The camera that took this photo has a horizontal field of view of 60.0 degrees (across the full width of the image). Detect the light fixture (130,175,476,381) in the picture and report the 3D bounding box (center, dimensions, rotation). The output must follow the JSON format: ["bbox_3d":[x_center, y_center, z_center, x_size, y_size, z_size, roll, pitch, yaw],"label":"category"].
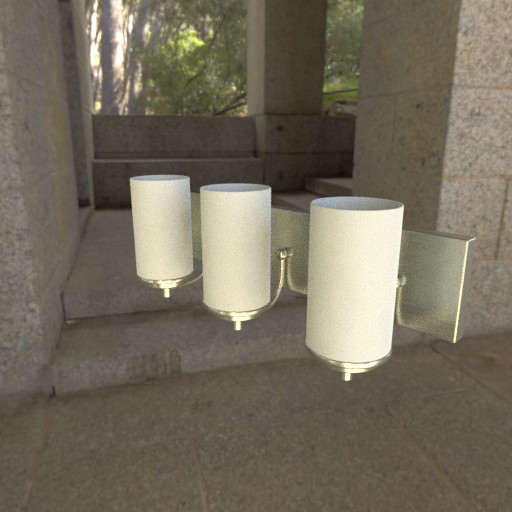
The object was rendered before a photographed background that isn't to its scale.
[{"bbox_3d":[0.000,0.000,0.541,0.145,0.172,0.451,-15,21,-42],"label":"light fixture"}]
